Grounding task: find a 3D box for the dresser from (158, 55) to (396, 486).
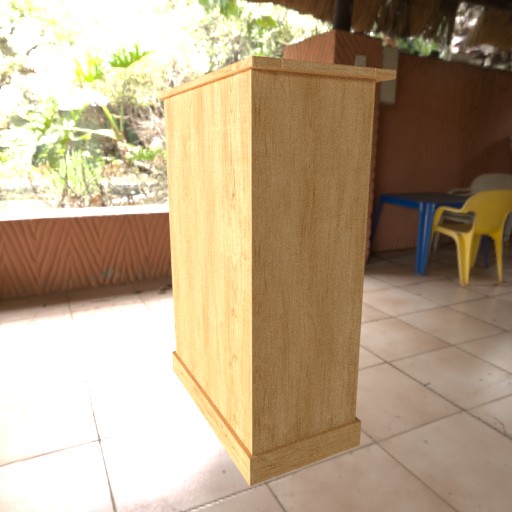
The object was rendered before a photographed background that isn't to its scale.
[{"bbox_3d":[0.000,0.000,1.771,0.485,1.300,0.915,-7,15,-26],"label":"dresser"}]
